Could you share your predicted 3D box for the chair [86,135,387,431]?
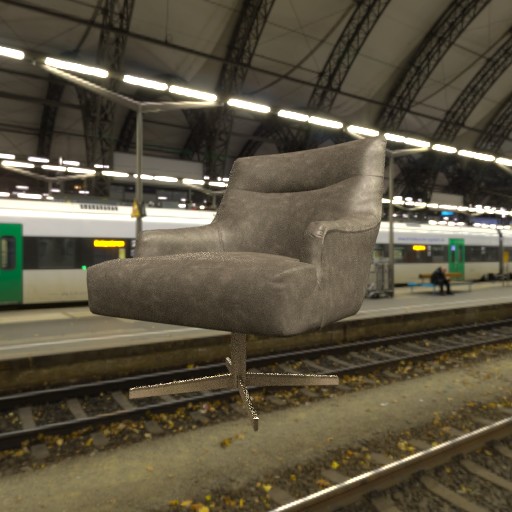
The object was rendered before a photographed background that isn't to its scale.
[{"bbox_3d":[0.000,0.000,1.509,0.738,0.870,0.874,0,0,35],"label":"chair"}]
